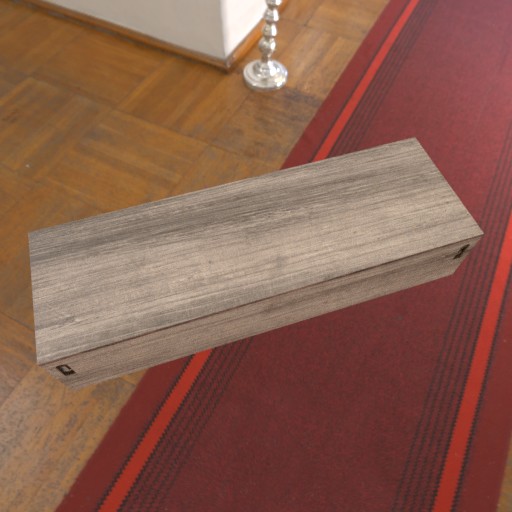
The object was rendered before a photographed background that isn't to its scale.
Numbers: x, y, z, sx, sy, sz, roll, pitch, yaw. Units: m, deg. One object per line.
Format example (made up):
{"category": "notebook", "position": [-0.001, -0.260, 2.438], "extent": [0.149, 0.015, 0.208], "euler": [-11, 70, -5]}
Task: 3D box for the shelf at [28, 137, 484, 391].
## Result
{"category": "shelf", "position": [0.000, 0.000, 0.677], "extent": [0.610, 0.125, 0.200], "euler": [-15, 60, -9]}
